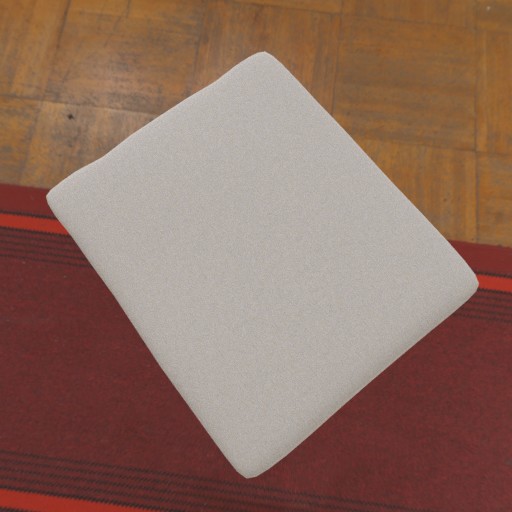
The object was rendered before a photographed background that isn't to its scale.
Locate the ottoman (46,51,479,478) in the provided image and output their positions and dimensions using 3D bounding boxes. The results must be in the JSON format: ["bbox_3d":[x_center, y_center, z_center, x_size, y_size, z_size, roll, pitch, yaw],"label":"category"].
[{"bbox_3d":[0.000,0.000,1.416,0.836,0.492,0.976,-37,78,-9],"label":"ottoman"}]
